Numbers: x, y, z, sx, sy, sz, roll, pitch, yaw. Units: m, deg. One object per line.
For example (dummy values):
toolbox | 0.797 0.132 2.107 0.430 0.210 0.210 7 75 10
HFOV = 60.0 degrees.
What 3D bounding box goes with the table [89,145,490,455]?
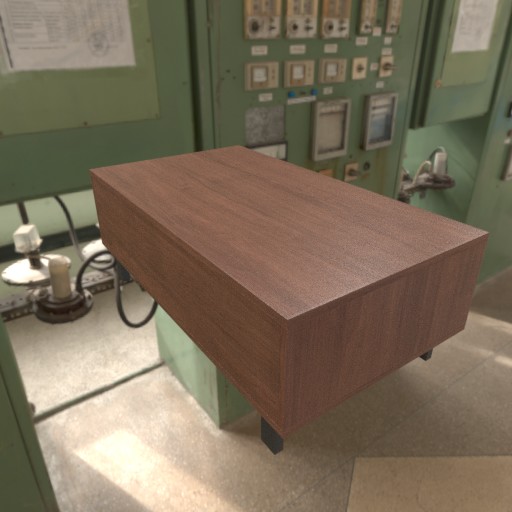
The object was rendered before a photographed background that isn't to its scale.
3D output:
table | 0.000 0.000 1.303 0.600 0.380 1.020 -18 32 -31
